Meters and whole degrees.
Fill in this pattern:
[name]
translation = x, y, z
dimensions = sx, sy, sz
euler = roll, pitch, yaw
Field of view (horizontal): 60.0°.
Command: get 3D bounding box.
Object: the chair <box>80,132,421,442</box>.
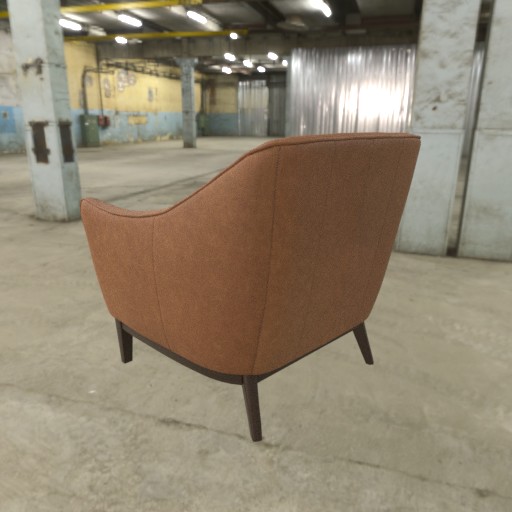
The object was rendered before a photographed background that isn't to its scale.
[chair]
translation = 0.000, 0.000, 1.531
dimensions = 0.871, 0.830, 0.852
euler = -16, 23, -42
